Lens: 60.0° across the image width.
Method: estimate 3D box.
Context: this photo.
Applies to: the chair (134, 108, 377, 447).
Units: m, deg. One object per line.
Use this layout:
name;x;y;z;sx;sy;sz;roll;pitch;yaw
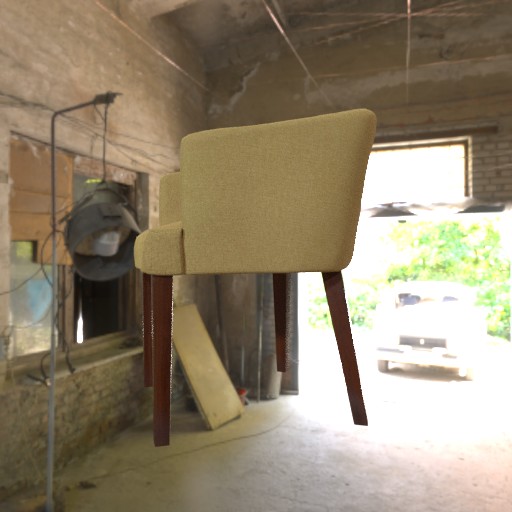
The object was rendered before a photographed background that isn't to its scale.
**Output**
chair;0.000;0.000;1.256;0.655;0.811;0.583;0;0;-17
